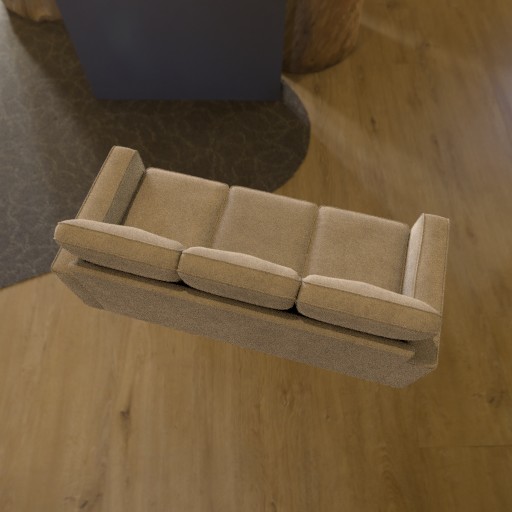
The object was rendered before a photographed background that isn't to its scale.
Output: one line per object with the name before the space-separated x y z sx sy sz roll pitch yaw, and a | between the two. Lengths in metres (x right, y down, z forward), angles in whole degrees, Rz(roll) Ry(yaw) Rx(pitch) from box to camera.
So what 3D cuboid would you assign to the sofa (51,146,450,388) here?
sofa | 0.000 0.000 2.668 2.133 0.965 0.939 13 65 6
